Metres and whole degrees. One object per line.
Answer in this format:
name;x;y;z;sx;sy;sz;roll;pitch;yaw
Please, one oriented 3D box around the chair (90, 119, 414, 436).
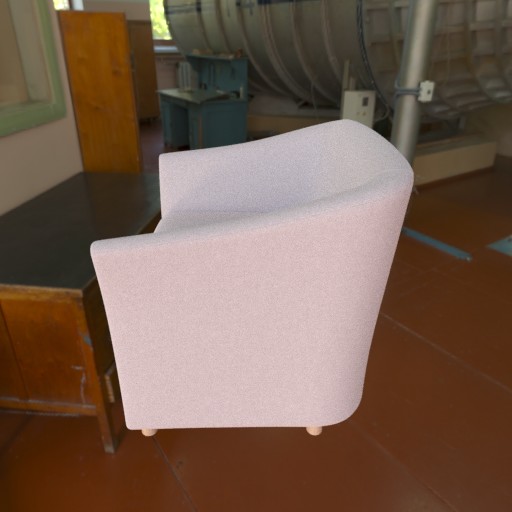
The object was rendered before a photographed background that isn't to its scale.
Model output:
chair;0.000;0.000;1.342;0.700;0.720;0.790;0;27;0
